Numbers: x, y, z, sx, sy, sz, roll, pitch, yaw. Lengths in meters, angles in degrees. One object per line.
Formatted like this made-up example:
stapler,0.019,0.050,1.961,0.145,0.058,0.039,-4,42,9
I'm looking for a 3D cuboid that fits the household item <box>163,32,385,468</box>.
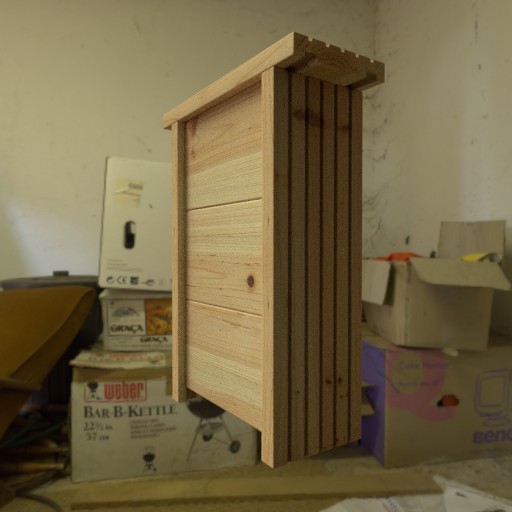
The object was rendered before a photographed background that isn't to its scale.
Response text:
household item,0.000,0.000,0.558,0.123,0.407,0.301,-1,1,-34
